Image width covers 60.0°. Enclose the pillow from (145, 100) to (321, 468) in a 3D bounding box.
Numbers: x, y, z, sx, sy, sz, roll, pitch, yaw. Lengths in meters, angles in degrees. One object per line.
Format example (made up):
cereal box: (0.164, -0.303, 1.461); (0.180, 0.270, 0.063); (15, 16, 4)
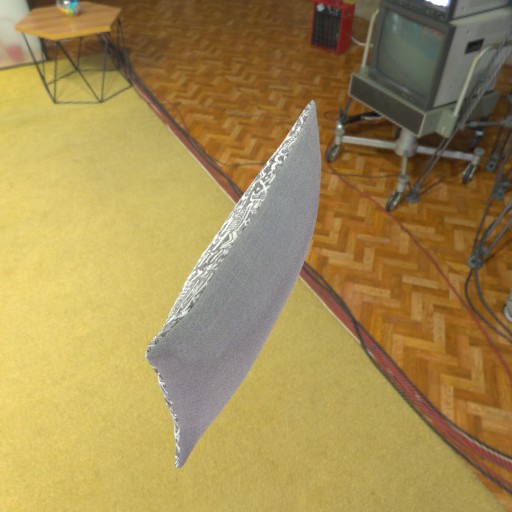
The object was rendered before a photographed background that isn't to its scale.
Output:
pillow: (0.000, 0.000, 0.751); (0.148, 0.290, 0.631); (15, 47, 15)
